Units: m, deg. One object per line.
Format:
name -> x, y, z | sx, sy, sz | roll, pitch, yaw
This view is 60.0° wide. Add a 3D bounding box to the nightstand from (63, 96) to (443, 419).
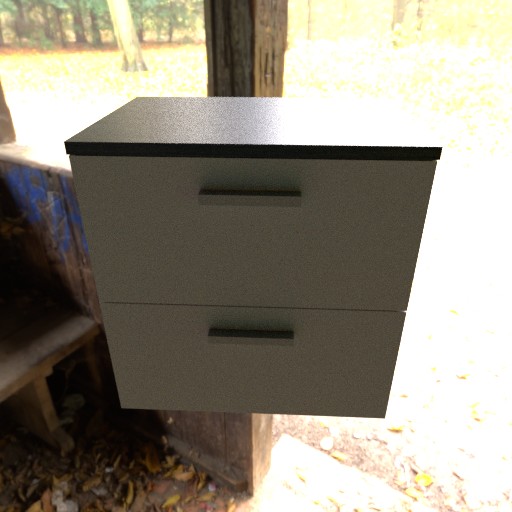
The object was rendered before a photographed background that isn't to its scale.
nightstand -> 0.000, 0.000, 0.754 | 0.441, 0.460, 0.325 | 1, 29, 3
